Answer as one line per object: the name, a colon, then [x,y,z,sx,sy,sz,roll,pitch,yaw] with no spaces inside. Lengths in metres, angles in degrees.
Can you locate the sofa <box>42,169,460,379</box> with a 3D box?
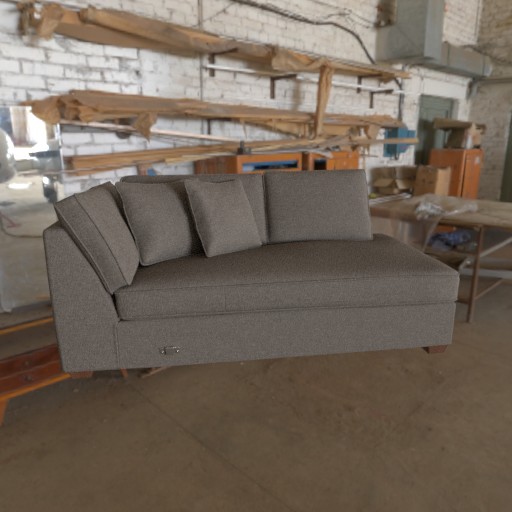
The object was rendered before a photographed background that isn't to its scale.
sofa: [0.000,0.000,2.839,2.237,1.033,1.110,-2,15,-9]
